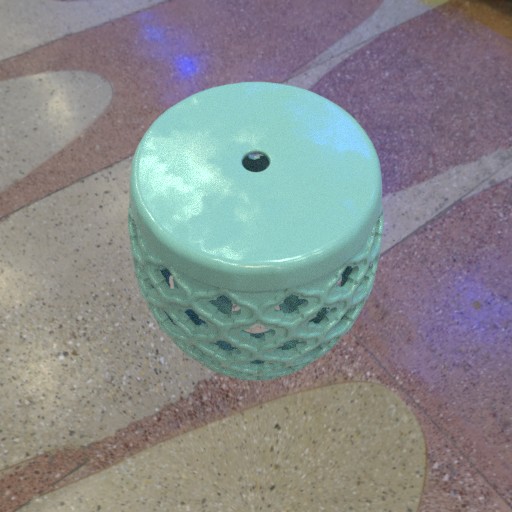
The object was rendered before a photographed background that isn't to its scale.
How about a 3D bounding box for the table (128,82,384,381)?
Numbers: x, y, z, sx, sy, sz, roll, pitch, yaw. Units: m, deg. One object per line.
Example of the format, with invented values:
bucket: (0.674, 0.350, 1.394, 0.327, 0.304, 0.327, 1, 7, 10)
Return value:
table: (0.000, 0.000, 0.626, 0.325, 0.388, 0.325, 0, 59, 0)
